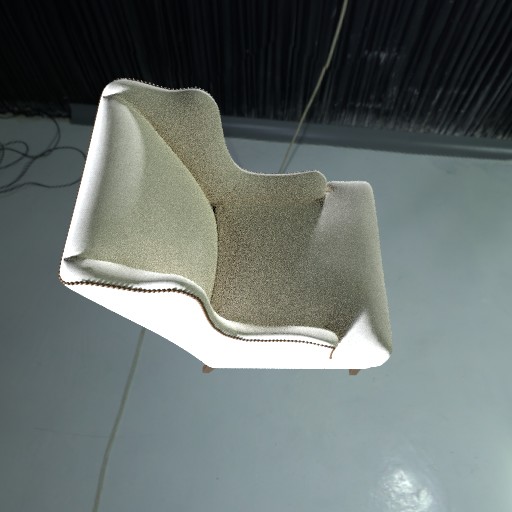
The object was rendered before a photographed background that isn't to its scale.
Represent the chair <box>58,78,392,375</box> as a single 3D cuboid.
[{"bbox_3d":[0.000,0.000,1.615,0.940,1.029,0.737,1,63,0],"label":"chair"}]
